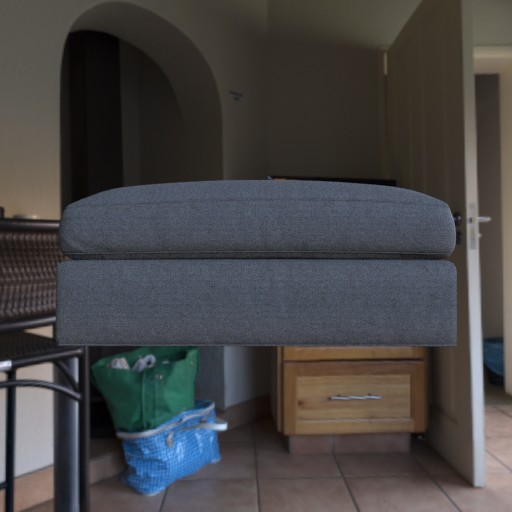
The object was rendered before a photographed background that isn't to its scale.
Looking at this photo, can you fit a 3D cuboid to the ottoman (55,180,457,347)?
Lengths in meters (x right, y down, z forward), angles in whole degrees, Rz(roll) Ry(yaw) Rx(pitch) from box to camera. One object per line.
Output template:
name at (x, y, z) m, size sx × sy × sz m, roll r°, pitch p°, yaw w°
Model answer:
ottoman at (0.000, 0.000, 1.629) m, size 1.041 × 0.470 × 1.041 m, roll 0°, pitch -1°, yaw 0°
